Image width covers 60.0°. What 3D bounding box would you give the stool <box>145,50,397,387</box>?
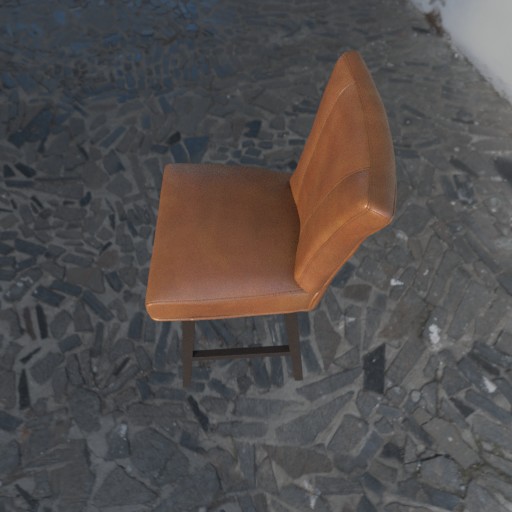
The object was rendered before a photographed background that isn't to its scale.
[{"bbox_3d":[0.000,0.000,1.396,0.585,1.094,0.522,0,58,0],"label":"stool"}]
